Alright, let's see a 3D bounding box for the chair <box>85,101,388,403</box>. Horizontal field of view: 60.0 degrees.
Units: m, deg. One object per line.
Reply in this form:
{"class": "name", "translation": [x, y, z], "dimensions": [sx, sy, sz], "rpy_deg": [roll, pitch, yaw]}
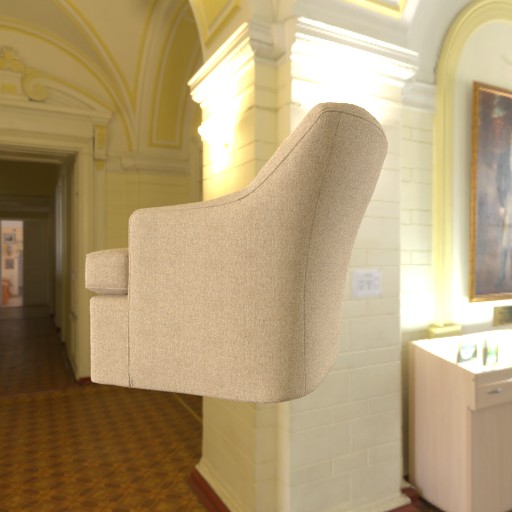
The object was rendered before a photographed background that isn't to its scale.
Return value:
{"class": "chair", "translation": [0.000, 0.000, 1.617], "dimensions": [0.923, 0.856, 0.864], "rpy_deg": [0, 0, 18]}
